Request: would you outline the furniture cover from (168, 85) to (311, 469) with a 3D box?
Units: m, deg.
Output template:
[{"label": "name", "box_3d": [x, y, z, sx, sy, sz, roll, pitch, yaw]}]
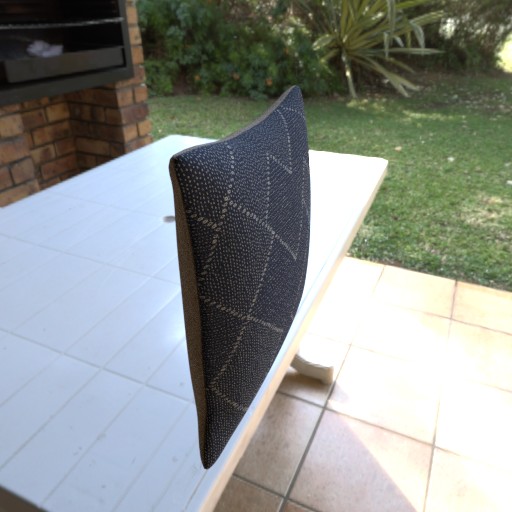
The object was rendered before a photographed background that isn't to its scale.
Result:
[{"label": "furniture cover", "box_3d": [0.000, 0.000, 0.783, 0.162, 0.503, 0.511, 10, 31, 16]}]
